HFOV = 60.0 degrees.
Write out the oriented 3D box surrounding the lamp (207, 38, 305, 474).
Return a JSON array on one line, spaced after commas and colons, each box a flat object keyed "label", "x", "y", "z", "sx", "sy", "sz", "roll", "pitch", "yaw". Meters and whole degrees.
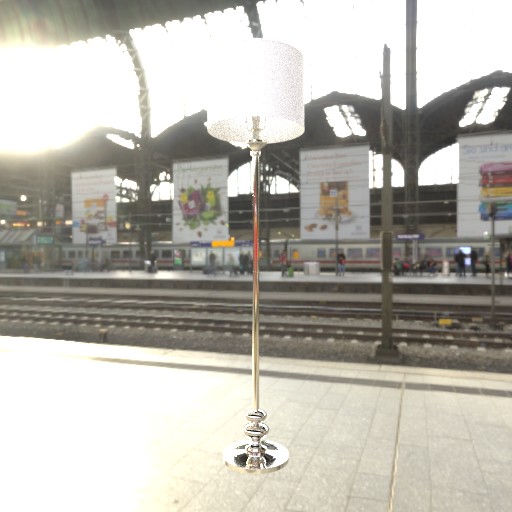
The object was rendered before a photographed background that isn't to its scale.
[{"label": "lamp", "x": 0.000, "y": 0.000, "z": 1.634, "sx": 0.356, "sy": 1.487, "sz": 0.356, "roll": 0, "pitch": 0, "yaw": 18}]
